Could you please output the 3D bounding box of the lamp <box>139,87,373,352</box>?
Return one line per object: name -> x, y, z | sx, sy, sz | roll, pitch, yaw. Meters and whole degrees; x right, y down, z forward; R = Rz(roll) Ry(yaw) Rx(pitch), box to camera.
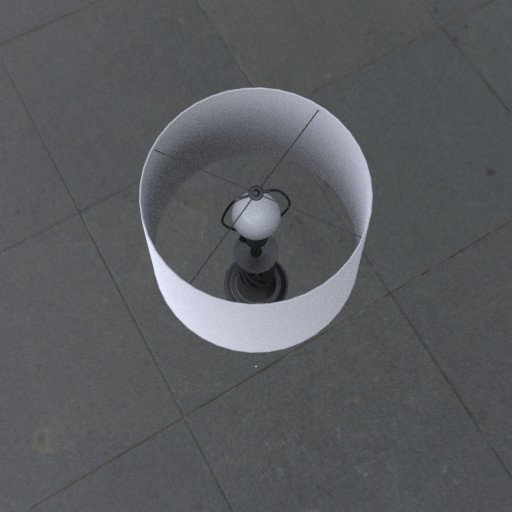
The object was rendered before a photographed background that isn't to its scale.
lamp -> 0.000, 0.000, 0.767 | 0.331, 0.594, 0.331 | 0, 76, 0
